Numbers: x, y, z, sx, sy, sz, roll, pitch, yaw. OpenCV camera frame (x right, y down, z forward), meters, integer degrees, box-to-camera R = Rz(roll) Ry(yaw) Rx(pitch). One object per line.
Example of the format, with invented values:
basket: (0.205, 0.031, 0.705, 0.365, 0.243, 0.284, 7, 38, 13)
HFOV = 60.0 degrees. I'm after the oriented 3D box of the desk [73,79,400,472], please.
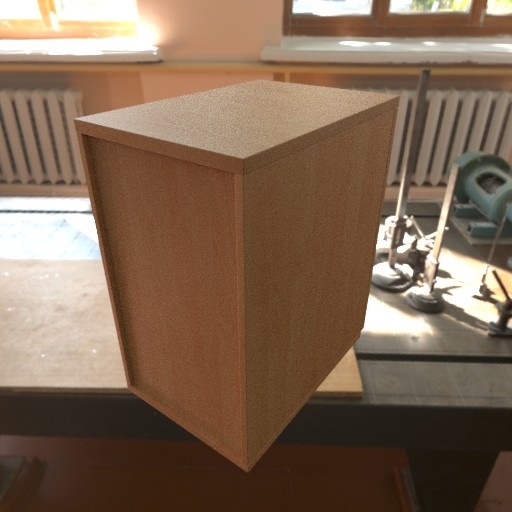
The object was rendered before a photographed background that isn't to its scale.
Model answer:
desk: (0.000, 0.000, 1.113, 0.404, 0.730, 0.600, 20, 36, 31)
